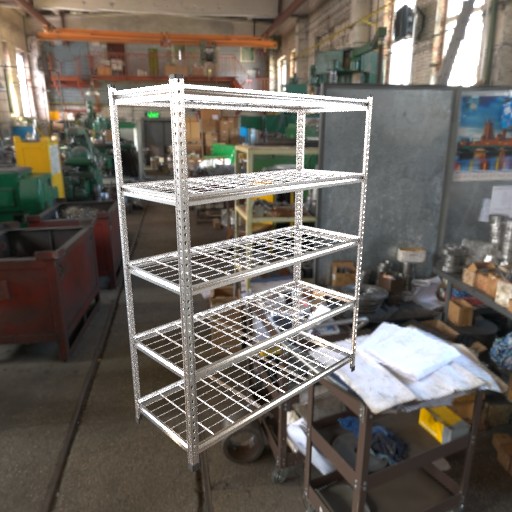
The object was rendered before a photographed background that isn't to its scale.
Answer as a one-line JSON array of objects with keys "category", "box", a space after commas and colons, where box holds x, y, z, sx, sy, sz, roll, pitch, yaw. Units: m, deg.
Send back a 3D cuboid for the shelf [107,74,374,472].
[{"category": "shelf", "box": [0.000, 0.000, 2.815, 1.524, 1.981, 0.610, -15, 21, -42]}]
